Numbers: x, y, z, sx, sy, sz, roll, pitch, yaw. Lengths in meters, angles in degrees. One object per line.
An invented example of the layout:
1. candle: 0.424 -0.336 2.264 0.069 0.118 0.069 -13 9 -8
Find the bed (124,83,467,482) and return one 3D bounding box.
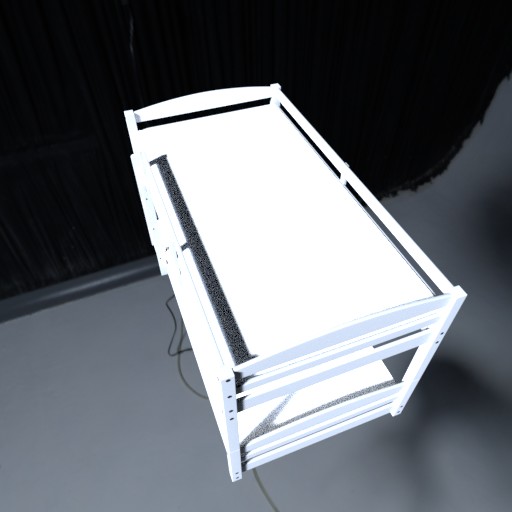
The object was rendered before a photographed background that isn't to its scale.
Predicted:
1. bed: 0.000 0.000 2.745 1.105 1.206 2.013 -16 49 -14
